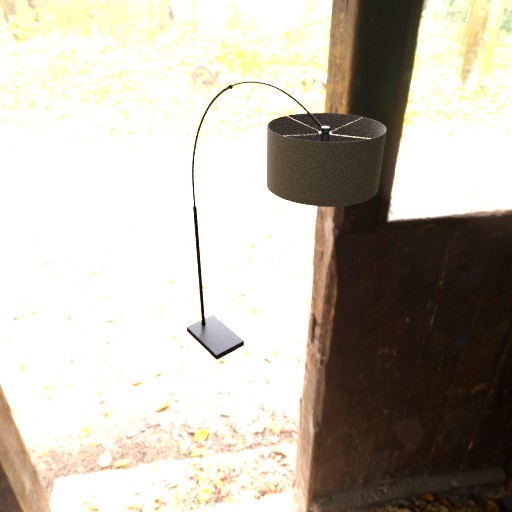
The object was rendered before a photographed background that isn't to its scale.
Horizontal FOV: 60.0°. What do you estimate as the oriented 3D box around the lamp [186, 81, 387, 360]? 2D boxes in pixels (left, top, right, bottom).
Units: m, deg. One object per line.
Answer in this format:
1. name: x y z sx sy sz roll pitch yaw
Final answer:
1. lamp: 0.000 0.000 2.591 0.493 1.927 1.424 -22 37 -33
